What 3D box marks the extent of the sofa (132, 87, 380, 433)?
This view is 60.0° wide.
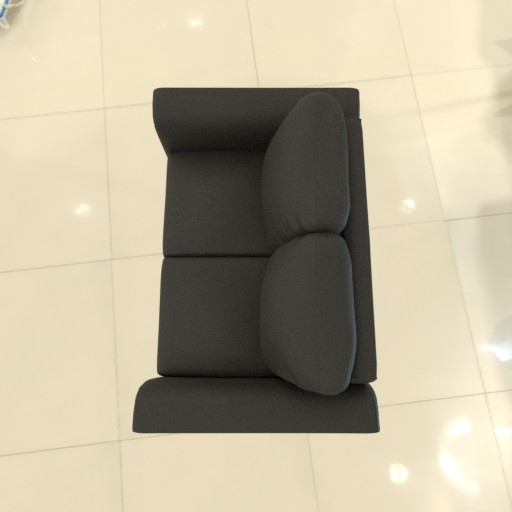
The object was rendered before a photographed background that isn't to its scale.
[{"bbox_3d":[0.000,0.000,1.913,0.887,0.845,1.386,0,76,0],"label":"sofa"}]
